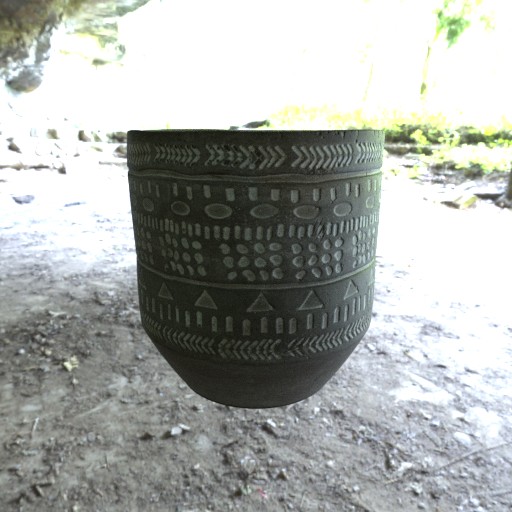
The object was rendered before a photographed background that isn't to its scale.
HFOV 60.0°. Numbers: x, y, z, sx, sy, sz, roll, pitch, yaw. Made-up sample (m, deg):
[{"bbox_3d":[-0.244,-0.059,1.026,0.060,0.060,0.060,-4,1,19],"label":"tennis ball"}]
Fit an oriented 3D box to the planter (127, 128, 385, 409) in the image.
[{"bbox_3d":[0.000,0.000,0.271,0.142,0.149,0.142,0,16,0],"label":"planter"}]
